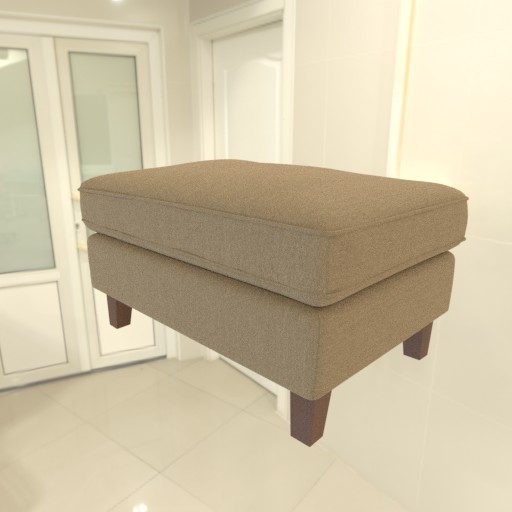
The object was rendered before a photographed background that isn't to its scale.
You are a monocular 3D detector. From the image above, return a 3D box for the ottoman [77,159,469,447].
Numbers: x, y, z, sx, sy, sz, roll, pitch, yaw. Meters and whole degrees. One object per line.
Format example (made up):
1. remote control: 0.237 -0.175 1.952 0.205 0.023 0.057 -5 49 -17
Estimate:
1. ottoman: 0.000 0.000 1.277 0.945 0.521 0.636 15 22 43
